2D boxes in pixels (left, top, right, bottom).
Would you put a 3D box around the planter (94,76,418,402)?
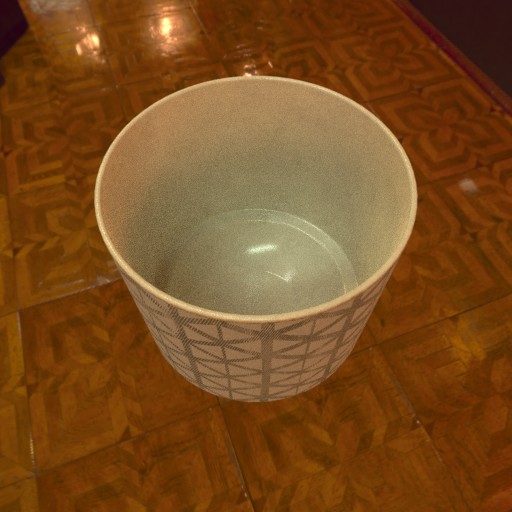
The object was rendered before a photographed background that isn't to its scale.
[{"bbox_3d":[0.000,0.000,0.341,0.190,0.181,0.190,0,58,0],"label":"planter"}]
